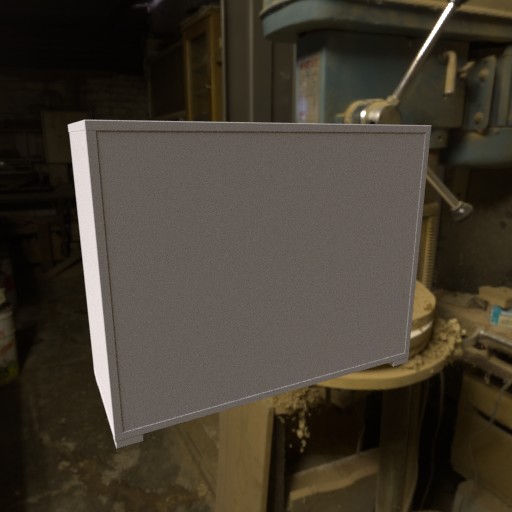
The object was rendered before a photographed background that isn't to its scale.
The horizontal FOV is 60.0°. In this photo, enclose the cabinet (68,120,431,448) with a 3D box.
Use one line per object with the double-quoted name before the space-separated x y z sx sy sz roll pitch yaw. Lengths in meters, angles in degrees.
"cabinet" 0.000 0.000 1.412 1.000 0.800 0.400 -7 17 -26
